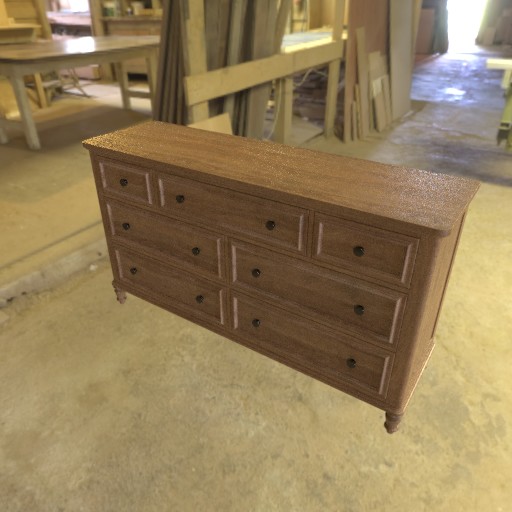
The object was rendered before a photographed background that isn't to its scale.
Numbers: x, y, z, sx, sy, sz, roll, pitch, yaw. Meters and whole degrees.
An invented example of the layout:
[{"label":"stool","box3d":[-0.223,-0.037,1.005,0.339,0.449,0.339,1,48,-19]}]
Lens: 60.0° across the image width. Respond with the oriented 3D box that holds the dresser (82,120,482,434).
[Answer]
[{"label":"dresser","box3d":[0.000,0.000,1.985,1.583,0.892,0.468,19,35,29]}]
